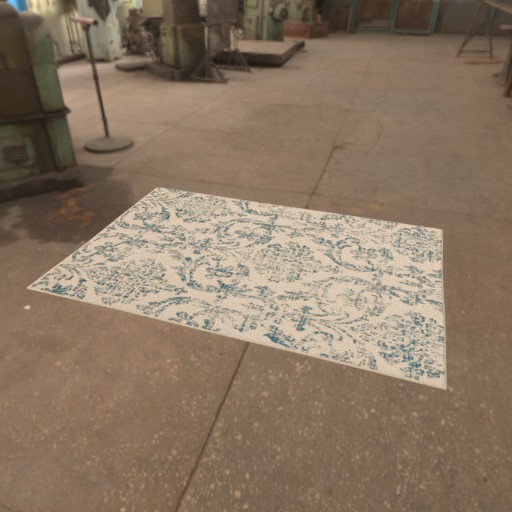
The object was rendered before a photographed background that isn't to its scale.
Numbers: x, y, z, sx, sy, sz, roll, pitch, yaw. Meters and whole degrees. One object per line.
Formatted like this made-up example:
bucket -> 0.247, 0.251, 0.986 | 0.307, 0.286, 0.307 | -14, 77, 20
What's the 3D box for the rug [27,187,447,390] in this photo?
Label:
rug -> 0.000, 0.000, 2.288 | 1.831, 0.012, 1.213 | 10, 34, 16
